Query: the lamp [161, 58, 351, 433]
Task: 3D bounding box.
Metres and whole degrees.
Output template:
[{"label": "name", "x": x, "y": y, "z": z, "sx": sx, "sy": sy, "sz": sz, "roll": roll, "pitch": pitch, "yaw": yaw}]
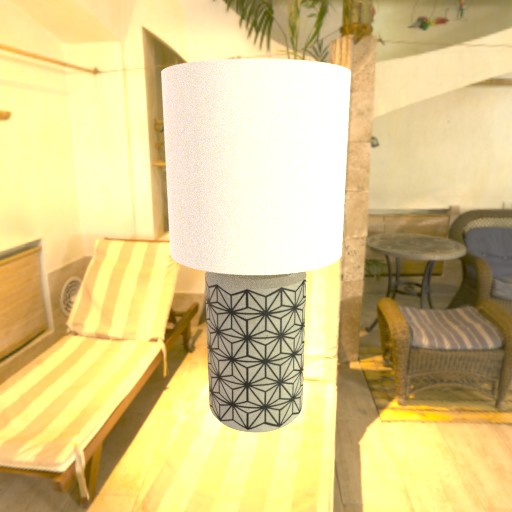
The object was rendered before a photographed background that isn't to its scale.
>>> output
[{"label": "lamp", "x": 0.000, "y": 0.000, "z": 0.545, "sx": 0.206, "sy": 0.416, "sz": 0.206, "roll": 2, "pitch": 15, "yaw": 8}]
